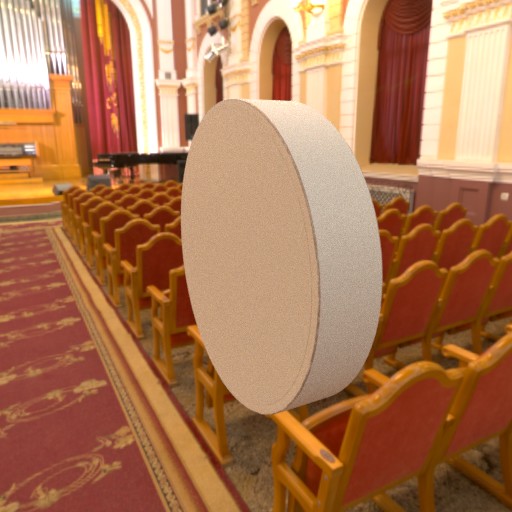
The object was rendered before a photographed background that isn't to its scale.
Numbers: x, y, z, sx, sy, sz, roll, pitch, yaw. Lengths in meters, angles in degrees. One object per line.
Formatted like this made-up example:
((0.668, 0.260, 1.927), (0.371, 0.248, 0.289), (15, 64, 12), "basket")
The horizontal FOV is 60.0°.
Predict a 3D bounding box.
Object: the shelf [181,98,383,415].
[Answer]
((0.000, 0.000, 1.211), (0.158, 0.807, 0.806), (-8, 16, -27), "shelf")
